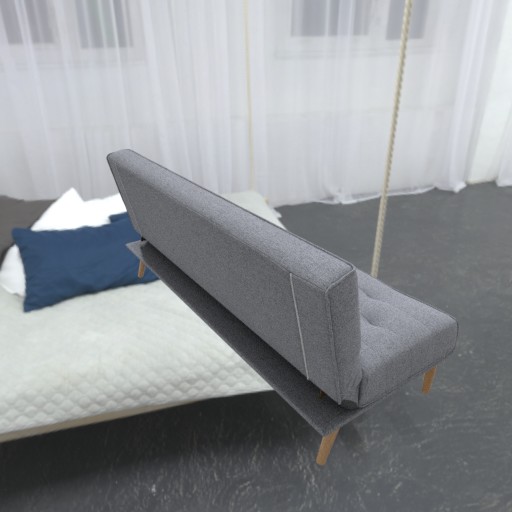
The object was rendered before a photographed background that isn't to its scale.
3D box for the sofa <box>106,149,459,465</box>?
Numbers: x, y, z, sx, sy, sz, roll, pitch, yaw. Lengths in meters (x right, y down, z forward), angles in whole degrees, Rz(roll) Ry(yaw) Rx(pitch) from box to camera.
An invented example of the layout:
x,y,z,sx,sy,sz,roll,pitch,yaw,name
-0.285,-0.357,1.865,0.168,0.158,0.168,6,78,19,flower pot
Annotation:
x,y,z,sx,sy,sz,roll,pitch,yaw,name
0.000,0.000,2.239,0.810,0.830,1.820,-18,32,-31,sofa
